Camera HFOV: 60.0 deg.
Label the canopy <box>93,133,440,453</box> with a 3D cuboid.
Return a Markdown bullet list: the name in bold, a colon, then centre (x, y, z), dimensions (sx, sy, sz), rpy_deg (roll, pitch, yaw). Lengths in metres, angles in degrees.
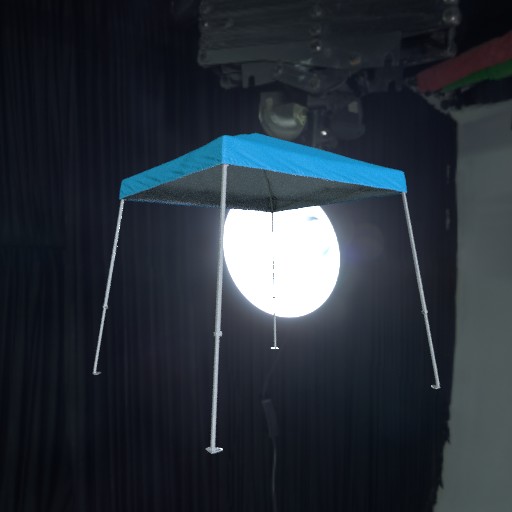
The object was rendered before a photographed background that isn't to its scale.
- **canopy**: centre (0.000, 0.000, 5.119), dimensions (2.848, 2.849, 2.849), rpy_deg (1, -1, -36)
